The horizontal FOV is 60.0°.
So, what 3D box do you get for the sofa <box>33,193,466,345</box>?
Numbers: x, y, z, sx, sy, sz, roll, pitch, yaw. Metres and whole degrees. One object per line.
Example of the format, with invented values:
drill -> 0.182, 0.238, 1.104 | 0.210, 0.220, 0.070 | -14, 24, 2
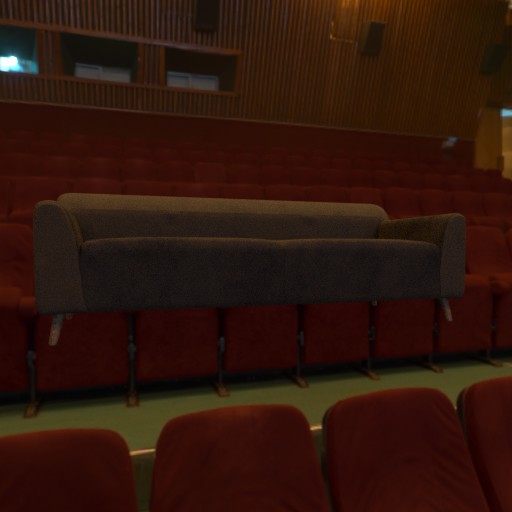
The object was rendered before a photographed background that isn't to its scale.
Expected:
sofa -> 0.000, 0.000, 2.554 | 2.190, 0.740, 0.900 | 0, 1, -18
